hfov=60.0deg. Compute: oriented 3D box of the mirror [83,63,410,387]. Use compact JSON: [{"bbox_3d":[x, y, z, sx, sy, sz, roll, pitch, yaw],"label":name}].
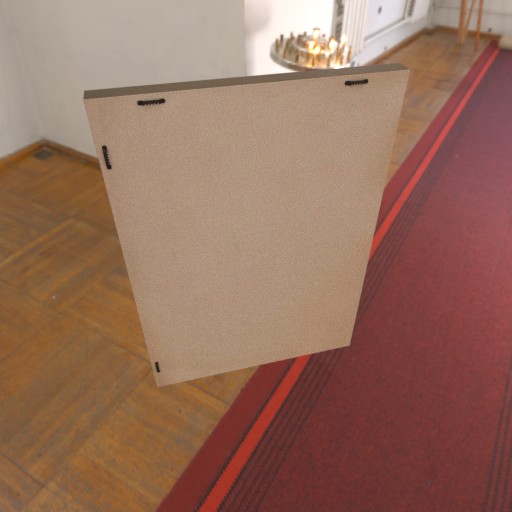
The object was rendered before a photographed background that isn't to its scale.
[{"bbox_3d":[0.000,0.000,0.910,0.507,0.710,0.040,-10,42,-11],"label":"mirror"}]
